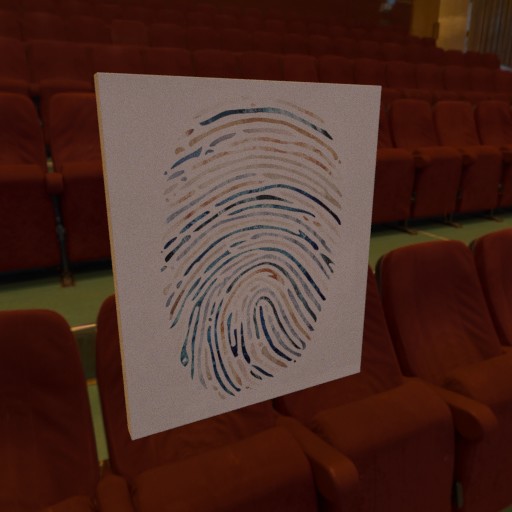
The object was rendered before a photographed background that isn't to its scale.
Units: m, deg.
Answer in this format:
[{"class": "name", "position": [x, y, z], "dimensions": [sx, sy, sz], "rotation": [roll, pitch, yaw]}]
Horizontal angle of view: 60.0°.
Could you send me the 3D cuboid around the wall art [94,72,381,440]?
[{"class": "wall art", "position": [0.000, 0.000, 0.823], "dimensions": [0.508, 0.606, 0.037], "rotation": [-8, 18, -25]}]
